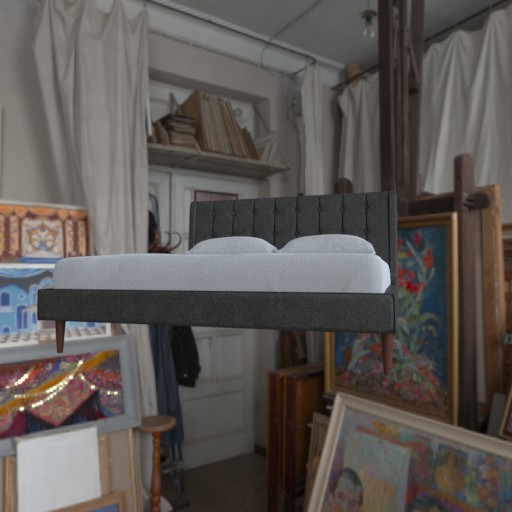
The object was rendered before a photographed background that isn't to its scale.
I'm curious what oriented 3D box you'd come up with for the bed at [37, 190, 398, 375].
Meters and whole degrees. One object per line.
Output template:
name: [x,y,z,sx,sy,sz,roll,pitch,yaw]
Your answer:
bed: [0.000,0.000,3.136,1.903,1.158,2.031,-1,-2,18]
